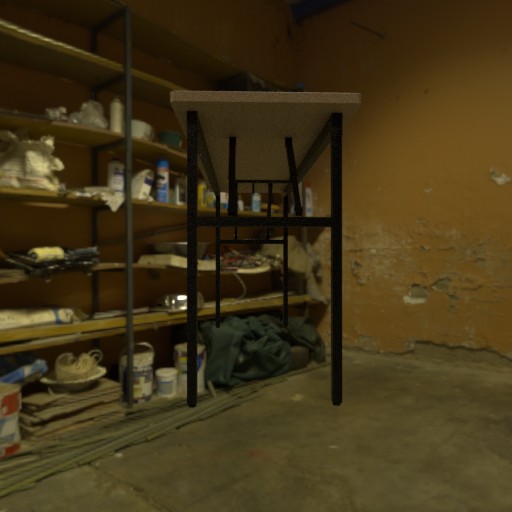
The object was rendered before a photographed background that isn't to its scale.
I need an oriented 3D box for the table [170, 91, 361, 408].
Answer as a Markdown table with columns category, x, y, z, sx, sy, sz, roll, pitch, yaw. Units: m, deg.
| category | x | y | z | sx | sy | sz | roll | pitch | yaw |
| --- | --- | --- | --- | --- | --- | --- | --- | --- | --- |
| table | 0.000 | 0.000 | 1.721 | 0.447 | 0.750 | 1.397 | 0 | 0 | -2 |
